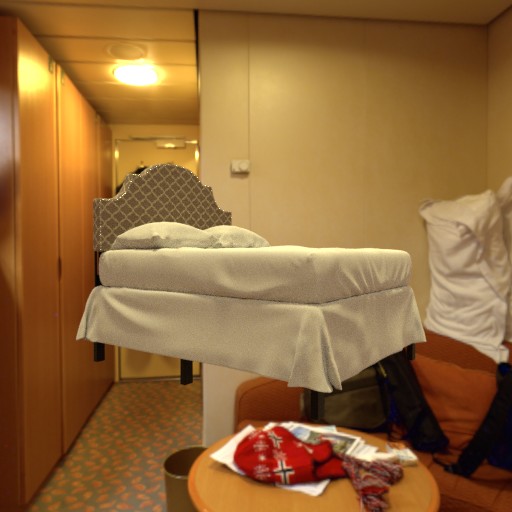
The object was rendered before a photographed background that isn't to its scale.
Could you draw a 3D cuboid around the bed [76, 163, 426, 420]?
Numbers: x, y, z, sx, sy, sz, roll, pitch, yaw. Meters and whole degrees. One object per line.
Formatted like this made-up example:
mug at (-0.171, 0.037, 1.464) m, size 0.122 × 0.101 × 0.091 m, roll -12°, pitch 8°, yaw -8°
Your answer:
bed at (0.000, 0.000, 3.474) m, size 2.222 × 1.633 × 1.780 m, roll 1°, pitch 1°, yaw 37°
